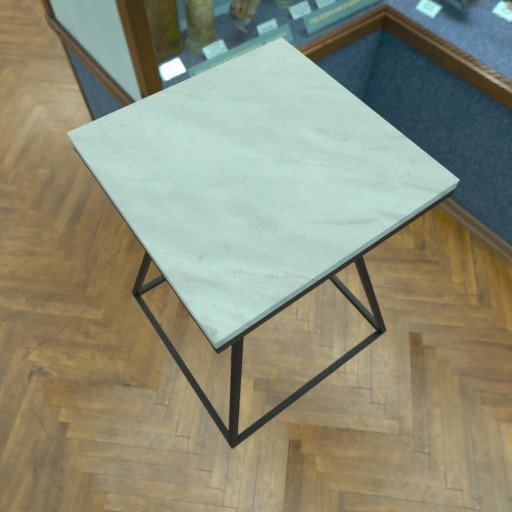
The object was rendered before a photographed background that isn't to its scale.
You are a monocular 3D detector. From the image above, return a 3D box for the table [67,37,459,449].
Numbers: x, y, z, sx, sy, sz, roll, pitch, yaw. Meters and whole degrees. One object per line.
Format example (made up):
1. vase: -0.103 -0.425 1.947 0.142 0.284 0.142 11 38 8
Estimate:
1. table: 0.000 0.000 0.875 0.455 0.559 0.455 -32 64 -18
